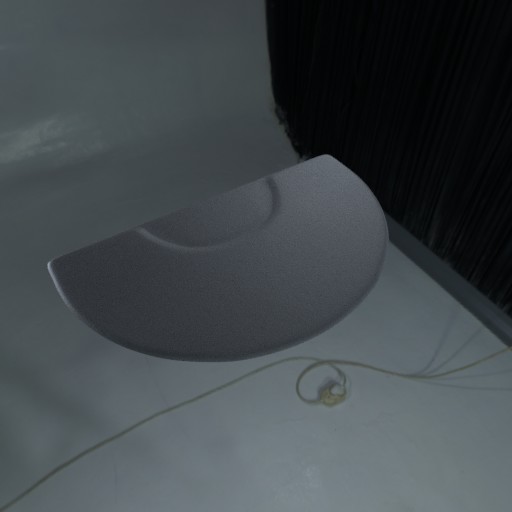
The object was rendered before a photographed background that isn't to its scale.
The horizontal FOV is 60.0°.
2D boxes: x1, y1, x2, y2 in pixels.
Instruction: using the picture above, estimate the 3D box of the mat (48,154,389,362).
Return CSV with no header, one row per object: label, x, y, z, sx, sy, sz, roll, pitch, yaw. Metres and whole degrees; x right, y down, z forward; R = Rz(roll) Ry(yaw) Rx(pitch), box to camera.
mat,0.000,0.000,1.881,1.525,0.016,0.917,-25,51,-22
